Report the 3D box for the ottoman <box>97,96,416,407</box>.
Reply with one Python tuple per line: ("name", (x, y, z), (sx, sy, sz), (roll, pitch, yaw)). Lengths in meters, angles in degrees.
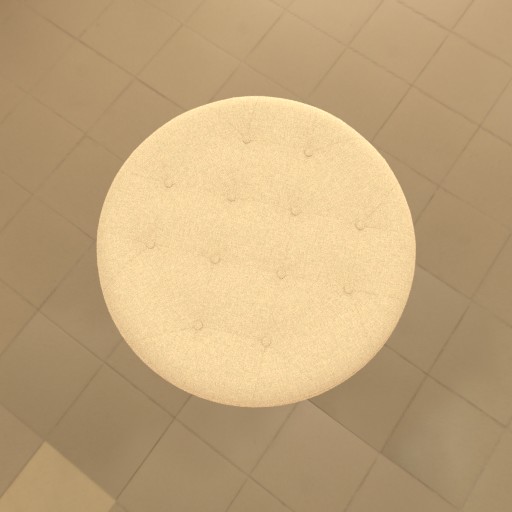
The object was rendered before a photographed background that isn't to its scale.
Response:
("ottoman", (0.000, 0.000, 1.354), (0.848, 0.494, 0.848), (0, 76, 0))
